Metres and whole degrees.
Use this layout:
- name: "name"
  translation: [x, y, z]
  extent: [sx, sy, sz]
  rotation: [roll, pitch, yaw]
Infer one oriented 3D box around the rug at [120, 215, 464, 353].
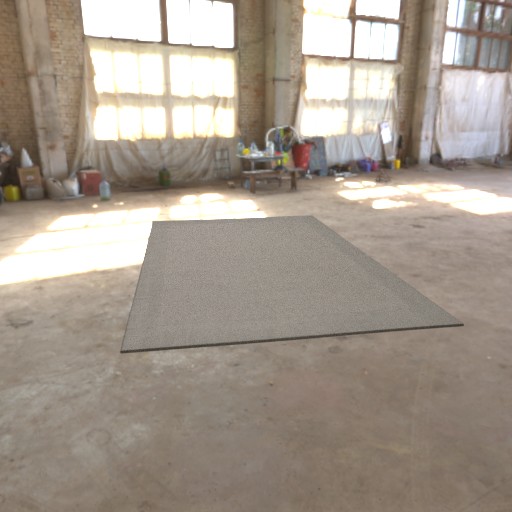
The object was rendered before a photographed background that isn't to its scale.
- name: "rug"
  translation: [0.000, 0.000, 3.055]
  extent: [1.524, 0.014, 2.438]
  rotation: [-3, 17, -9]
